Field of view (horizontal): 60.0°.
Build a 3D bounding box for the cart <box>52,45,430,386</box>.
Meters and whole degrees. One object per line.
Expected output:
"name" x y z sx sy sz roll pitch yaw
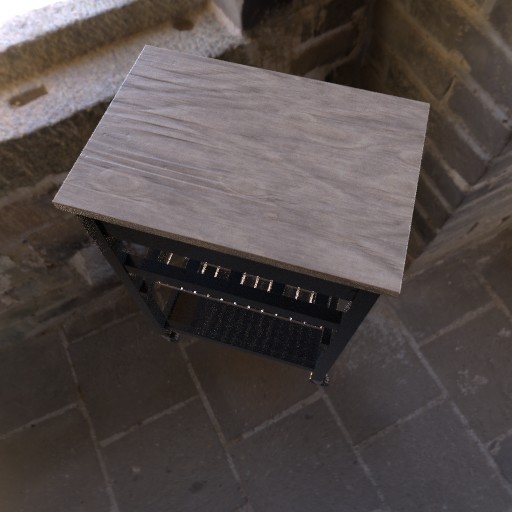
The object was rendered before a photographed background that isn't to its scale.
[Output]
"cart" 0.000 0.000 1.156 0.584 0.839 0.403 15 64 7
